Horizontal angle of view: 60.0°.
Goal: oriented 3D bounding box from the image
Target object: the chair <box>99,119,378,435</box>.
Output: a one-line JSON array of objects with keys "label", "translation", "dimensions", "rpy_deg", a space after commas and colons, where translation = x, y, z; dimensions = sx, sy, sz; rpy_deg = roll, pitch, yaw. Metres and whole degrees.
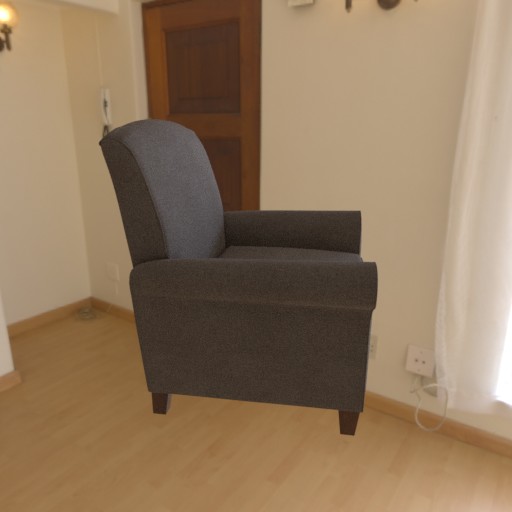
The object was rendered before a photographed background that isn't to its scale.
[{"label": "chair", "translation": [0.000, 0.000, 1.799], "dimensions": [0.905, 1.061, 0.978], "rpy_deg": [3, 17, 9]}]
